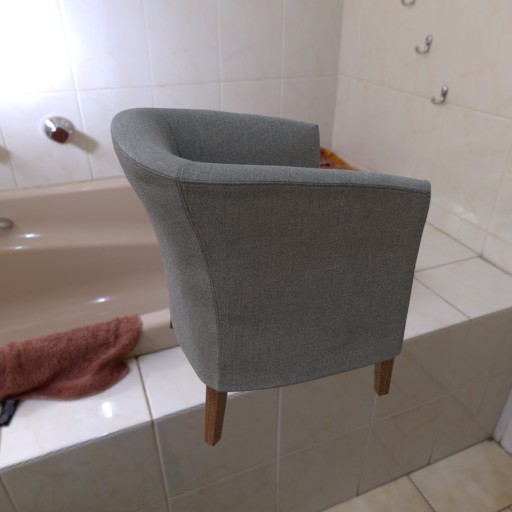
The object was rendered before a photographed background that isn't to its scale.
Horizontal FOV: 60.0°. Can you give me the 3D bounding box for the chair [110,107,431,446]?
[{"bbox_3d":[0.000,0.000,1.247,0.668,0.771,0.600,-10,32,-17],"label":"chair"}]
